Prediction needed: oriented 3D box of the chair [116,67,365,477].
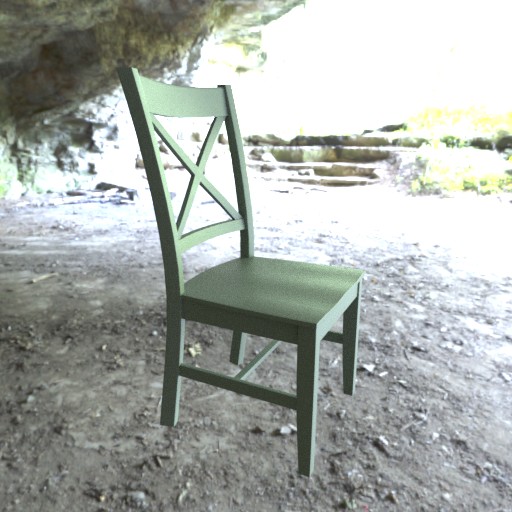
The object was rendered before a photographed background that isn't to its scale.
[{"bbox_3d":[0.000,0.000,1.279,0.542,0.983,0.485,8,18,26],"label":"chair"}]
